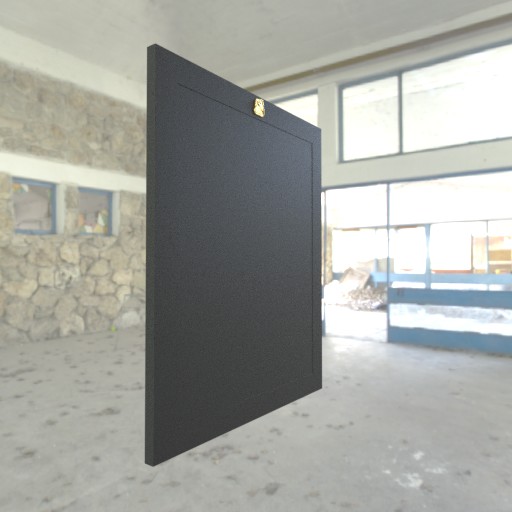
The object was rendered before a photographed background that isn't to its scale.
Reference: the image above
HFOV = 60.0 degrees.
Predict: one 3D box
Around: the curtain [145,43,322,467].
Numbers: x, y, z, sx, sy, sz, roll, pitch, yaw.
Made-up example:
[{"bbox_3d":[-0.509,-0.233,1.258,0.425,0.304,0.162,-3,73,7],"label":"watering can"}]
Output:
[{"bbox_3d":[0.000,0.000,0.809,0.027,0.585,0.483,-1,-2,37],"label":"curtain"}]
